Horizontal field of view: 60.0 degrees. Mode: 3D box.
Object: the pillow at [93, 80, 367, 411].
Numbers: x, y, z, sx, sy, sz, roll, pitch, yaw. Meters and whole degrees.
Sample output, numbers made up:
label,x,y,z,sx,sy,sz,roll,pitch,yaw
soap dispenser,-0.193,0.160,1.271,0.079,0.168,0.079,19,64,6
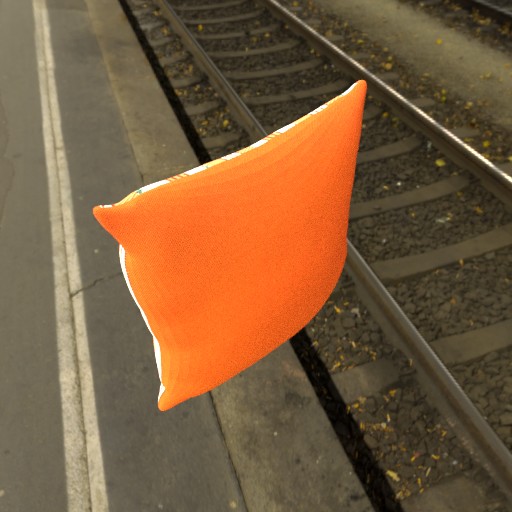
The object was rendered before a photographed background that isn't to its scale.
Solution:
label,x,y,z,sx,sy,sz,roll,pitch,yaw
pillow,0.000,0.000,0.693,0.440,0.441,0.182,-32,53,-28
